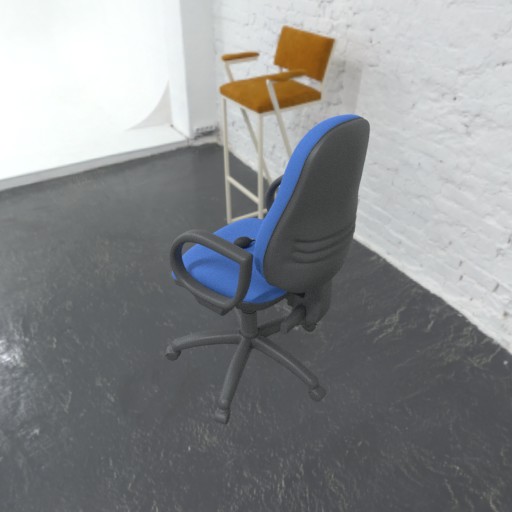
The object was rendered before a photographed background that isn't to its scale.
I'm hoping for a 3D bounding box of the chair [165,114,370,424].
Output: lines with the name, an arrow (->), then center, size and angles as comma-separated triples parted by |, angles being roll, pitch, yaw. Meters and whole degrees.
chair -> 0.000, 0.000, 1.296 | 0.549, 0.905, 0.552 | 24, 41, 30
